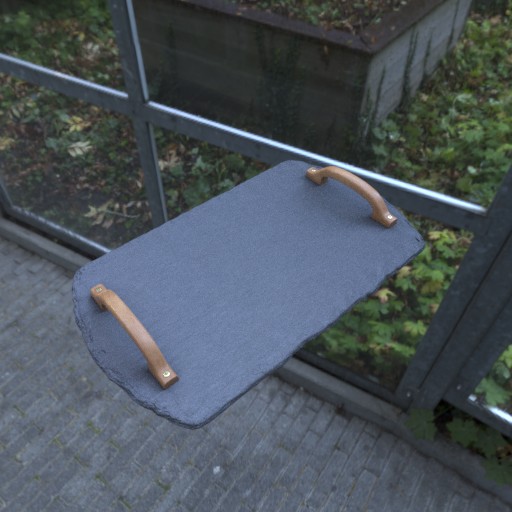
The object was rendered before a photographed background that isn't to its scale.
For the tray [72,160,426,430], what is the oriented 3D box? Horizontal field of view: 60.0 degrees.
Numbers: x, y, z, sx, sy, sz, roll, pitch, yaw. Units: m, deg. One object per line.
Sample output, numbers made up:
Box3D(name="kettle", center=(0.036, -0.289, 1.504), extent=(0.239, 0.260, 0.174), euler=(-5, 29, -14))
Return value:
Box3D(name="tray", center=(0.000, 0.000, 0.485), extent=(0.387, 0.062, 0.231), euler=(-32, 54, -27))
